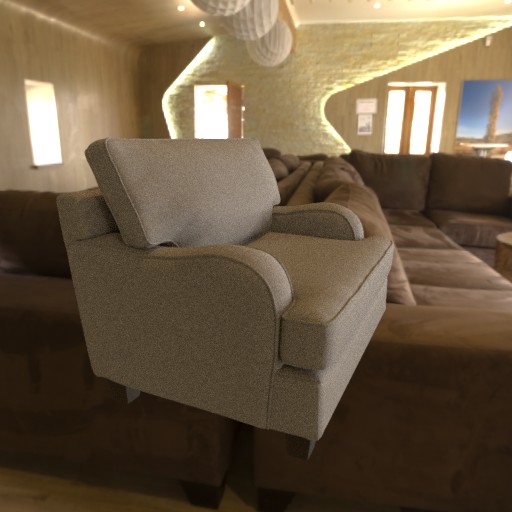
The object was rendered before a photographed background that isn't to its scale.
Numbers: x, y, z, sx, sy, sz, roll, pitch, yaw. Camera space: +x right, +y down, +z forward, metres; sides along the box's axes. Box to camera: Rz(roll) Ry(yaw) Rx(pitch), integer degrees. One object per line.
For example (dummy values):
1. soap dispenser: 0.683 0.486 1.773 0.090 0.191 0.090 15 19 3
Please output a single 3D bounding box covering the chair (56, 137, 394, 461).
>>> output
1. chair: 0.000 0.000 1.963 1.040 1.016 1.220 7 17 24
